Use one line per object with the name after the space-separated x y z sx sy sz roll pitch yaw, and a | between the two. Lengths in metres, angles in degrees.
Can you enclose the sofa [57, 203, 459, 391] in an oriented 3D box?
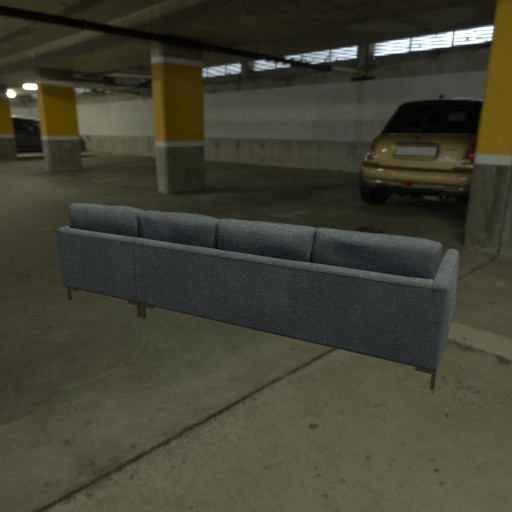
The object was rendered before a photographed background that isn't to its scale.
0.000 0.000 3.484 2.932 0.810 1.350 8 18 27 | sofa
